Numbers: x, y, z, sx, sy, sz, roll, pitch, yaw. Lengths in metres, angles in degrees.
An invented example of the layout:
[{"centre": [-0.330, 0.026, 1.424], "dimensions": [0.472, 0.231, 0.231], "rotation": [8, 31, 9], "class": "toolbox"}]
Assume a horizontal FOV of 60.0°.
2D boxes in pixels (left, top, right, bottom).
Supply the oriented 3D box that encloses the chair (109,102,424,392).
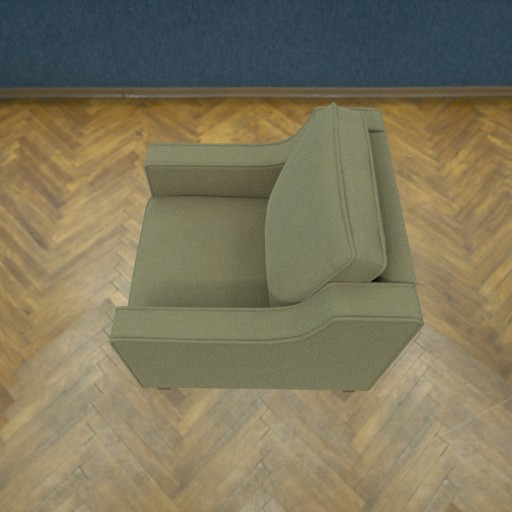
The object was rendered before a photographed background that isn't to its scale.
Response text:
[{"centre": [0.000, 0.000, 1.670], "dimensions": [0.909, 0.960, 0.831], "rotation": [1, 58, 0], "class": "chair"}]
